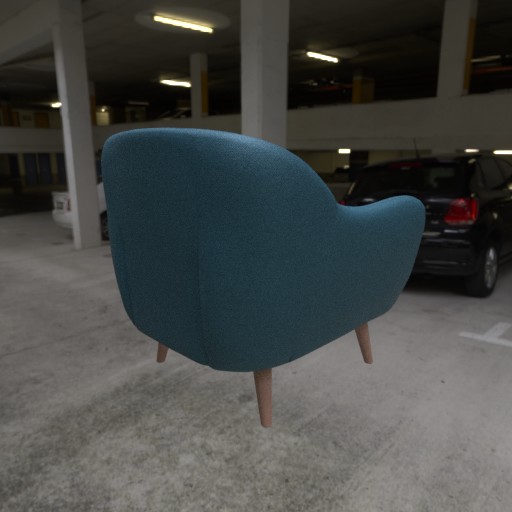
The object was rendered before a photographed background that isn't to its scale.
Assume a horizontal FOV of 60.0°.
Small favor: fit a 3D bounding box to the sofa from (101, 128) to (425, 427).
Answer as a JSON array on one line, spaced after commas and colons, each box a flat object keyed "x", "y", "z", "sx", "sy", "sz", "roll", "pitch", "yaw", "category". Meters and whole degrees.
[{"x": 0.000, "y": 0.000, "z": 1.516, "sx": 0.825, "sy": 0.817, "sz": 0.836, "roll": -13, "pitch": 19, "yaw": -43, "category": "sofa"}]
